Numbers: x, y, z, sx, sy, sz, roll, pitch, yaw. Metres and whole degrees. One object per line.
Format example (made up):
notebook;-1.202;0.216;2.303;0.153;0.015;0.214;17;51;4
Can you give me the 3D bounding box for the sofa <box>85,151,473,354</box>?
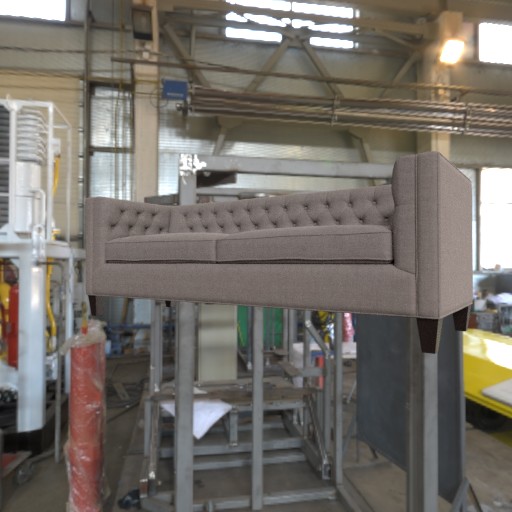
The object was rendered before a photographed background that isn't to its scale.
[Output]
sofa;0.000;0.000;2.554;2.159;0.762;0.775;-1;-1;34
